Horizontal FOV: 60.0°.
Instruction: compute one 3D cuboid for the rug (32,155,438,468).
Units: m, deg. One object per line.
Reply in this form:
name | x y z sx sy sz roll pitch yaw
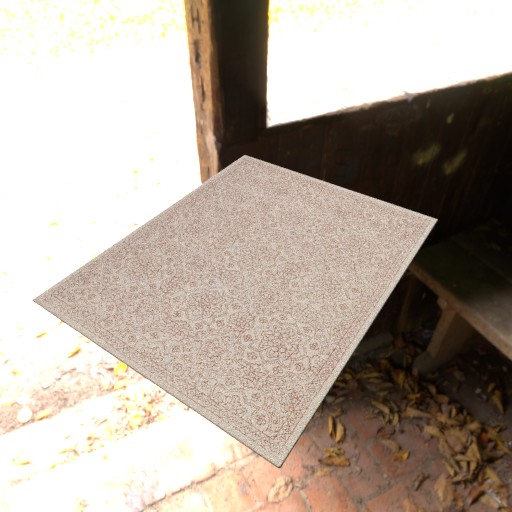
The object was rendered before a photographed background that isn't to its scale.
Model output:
rug | 0.000 0.000 4.119 2.441 0.015 3.050 24 46 25
